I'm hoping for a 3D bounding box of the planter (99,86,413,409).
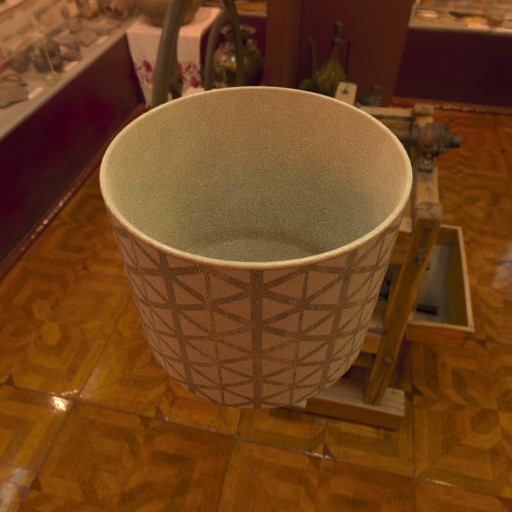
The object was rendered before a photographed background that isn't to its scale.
[{"bbox_3d":[0.000,0.000,0.341,0.190,0.181,0.190,0,46,0],"label":"planter"}]
